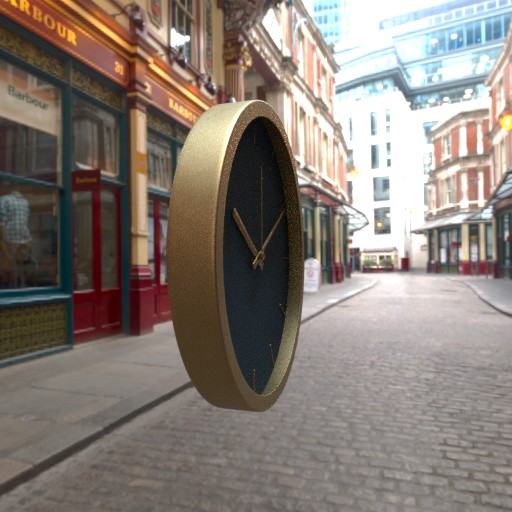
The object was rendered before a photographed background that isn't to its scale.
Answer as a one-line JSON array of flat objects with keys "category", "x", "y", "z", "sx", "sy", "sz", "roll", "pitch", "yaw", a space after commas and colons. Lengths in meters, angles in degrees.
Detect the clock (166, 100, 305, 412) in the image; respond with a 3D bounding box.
[{"category": "clock", "x": 0.000, "y": 0.000, "z": 0.475, "sx": 0.040, "sy": 0.314, "sz": 0.314, "roll": 0, "pitch": -1, "yaw": 18}]
